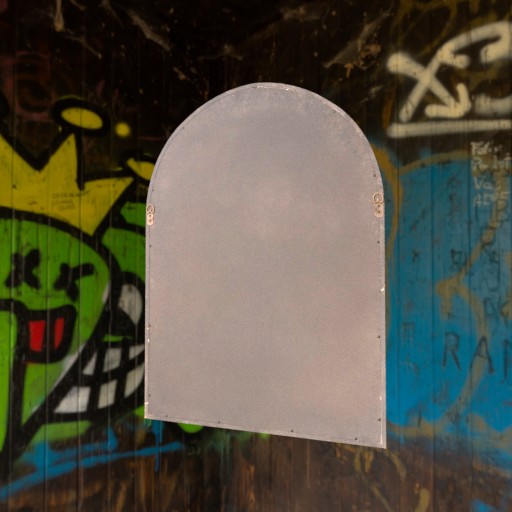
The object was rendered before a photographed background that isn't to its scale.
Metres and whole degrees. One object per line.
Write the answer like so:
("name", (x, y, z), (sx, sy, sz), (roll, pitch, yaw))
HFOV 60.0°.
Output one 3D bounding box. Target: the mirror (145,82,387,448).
("mirror", (0.000, 0.000, 1.182), (0.660, 0.920, 0.032), (0, -2, 19))
